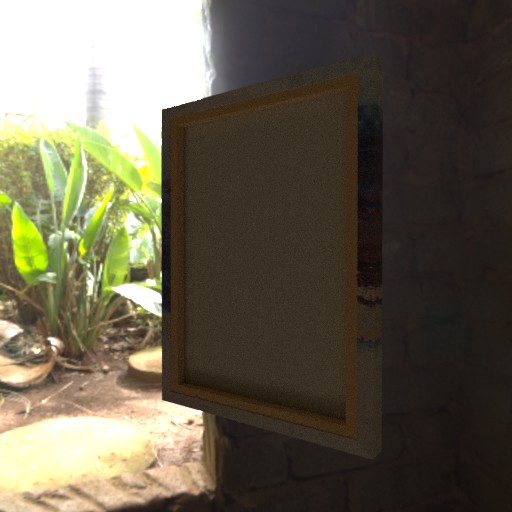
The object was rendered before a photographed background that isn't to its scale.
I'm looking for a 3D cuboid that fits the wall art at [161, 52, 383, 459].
[{"bbox_3d":[0.000,0.000,0.772,0.437,0.581,0.036,1,1,35],"label":"wall art"}]
